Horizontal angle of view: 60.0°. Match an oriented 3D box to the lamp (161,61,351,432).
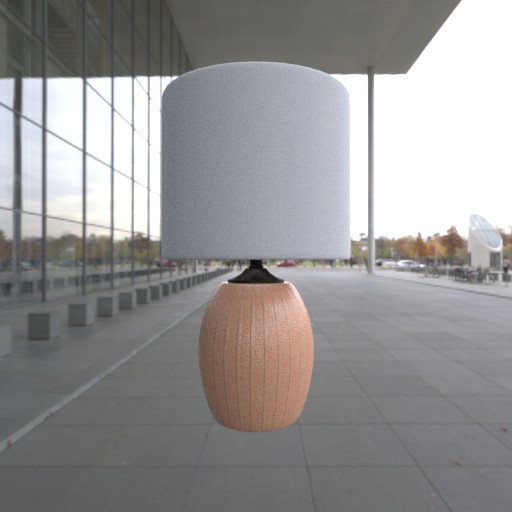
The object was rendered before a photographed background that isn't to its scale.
[{"bbox_3d":[0.000,0.000,0.788,0.329,0.570,0.329,0,0,0],"label":"lamp"}]
